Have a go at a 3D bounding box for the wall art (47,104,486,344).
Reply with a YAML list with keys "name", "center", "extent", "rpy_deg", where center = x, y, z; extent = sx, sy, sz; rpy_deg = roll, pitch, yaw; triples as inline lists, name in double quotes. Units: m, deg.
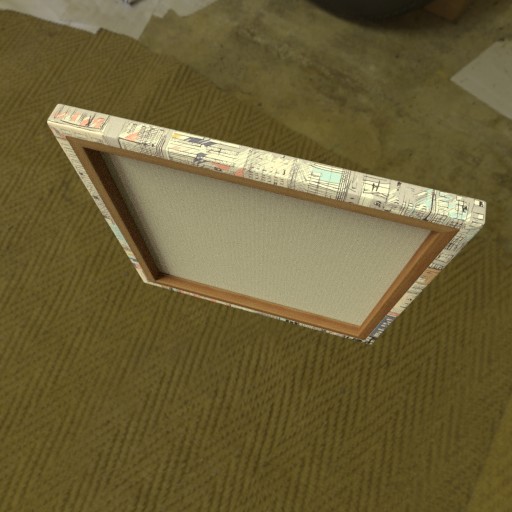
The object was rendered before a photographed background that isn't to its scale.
- name: "wall art"
  center: [0.000, 0.000, 0.870]
  extent: [0.607, 0.608, 0.038]
  rpy_deg: [14, 66, 7]
